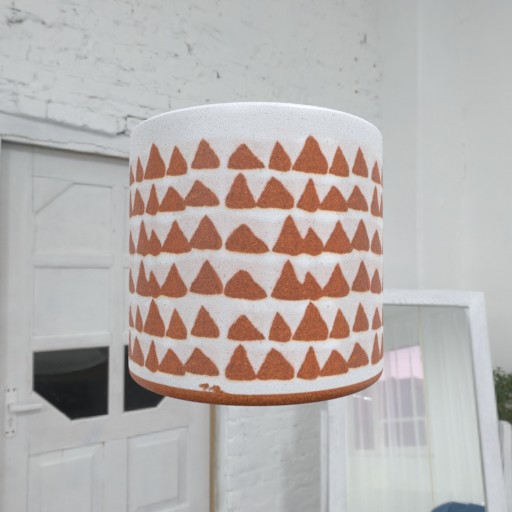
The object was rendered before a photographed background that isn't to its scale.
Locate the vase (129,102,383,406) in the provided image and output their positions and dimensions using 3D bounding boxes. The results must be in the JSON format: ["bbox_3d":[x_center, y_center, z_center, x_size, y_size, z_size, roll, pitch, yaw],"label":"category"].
[{"bbox_3d":[0.000,0.000,0.248,0.137,0.127,0.137,0,-1,0],"label":"vase"}]
